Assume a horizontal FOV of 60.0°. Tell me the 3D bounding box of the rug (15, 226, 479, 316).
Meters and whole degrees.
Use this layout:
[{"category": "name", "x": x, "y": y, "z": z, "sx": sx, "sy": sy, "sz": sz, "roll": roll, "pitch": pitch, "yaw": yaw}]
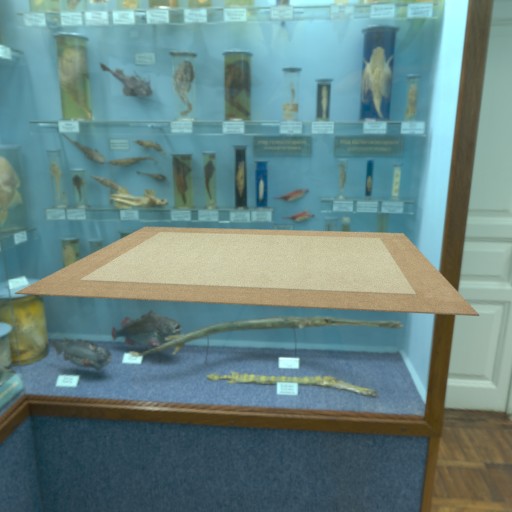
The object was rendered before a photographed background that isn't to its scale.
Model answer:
[{"category": "rug", "x": 0.000, "y": 0.000, "z": 4.043, "sx": 3.048, "sy": 0.014, "sz": 2.438, "roll": 2, "pitch": 15, "yaw": 7}]
